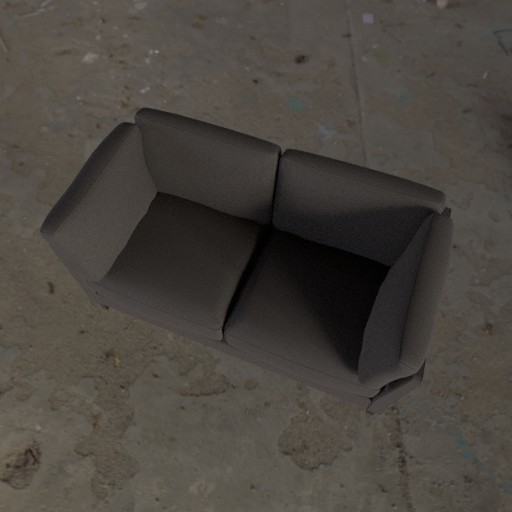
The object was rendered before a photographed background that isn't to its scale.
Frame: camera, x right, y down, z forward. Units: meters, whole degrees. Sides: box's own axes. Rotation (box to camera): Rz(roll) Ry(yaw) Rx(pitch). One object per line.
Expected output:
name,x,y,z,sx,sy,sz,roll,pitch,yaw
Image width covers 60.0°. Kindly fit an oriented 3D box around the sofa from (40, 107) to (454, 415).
sofa,0.000,0.000,2.305,1.751,0.920,0.969,19,59,12
